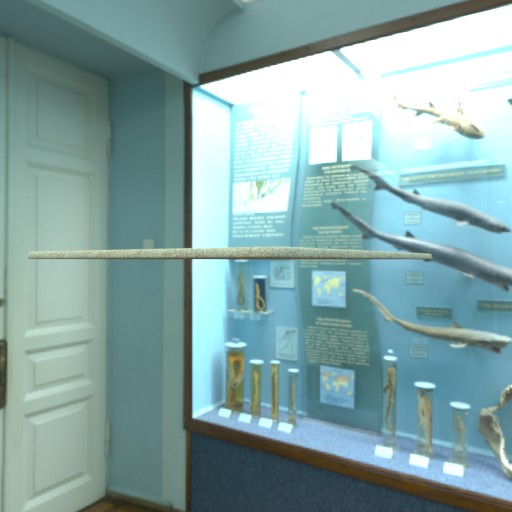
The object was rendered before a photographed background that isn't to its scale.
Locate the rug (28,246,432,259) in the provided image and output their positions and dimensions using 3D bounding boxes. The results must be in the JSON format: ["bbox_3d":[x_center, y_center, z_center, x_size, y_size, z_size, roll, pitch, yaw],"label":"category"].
[{"bbox_3d":[0.000,0.000,3.383,2.009,0.048,2.528,0,-1,35],"label":"rug"}]
